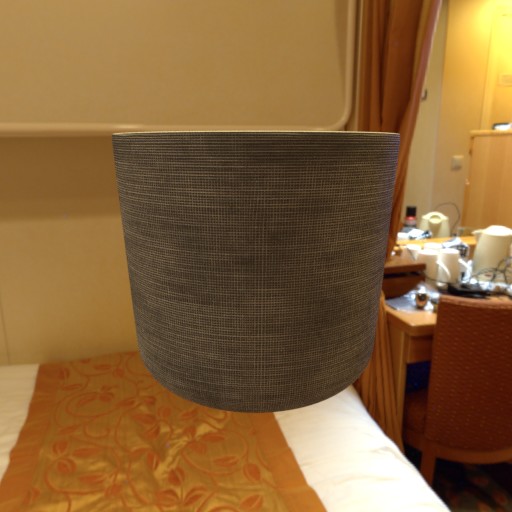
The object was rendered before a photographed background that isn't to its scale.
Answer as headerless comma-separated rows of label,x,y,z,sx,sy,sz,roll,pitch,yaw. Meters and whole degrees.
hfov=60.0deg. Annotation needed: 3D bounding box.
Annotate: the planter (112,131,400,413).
planter,0.000,0.000,0.756,0.440,0.398,0.440,0,14,0
